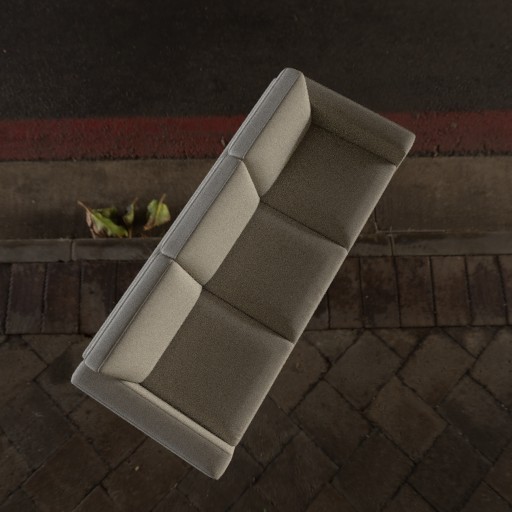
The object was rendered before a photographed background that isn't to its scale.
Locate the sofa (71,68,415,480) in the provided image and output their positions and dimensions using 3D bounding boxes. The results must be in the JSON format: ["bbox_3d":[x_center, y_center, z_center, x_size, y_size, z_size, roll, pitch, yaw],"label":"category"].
[{"bbox_3d":[0.000,0.000,2.537,0.900,0.800,2.160,31,77,8],"label":"sofa"}]
